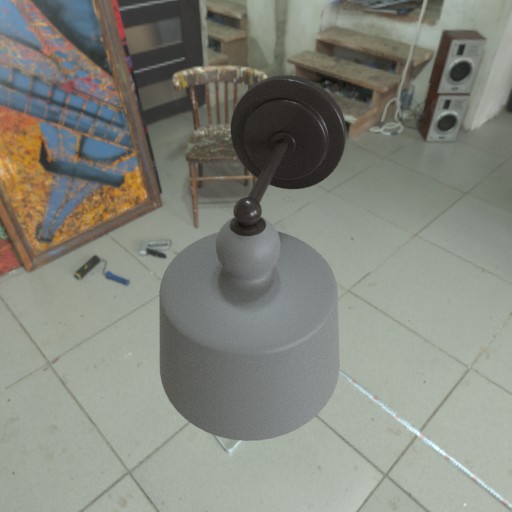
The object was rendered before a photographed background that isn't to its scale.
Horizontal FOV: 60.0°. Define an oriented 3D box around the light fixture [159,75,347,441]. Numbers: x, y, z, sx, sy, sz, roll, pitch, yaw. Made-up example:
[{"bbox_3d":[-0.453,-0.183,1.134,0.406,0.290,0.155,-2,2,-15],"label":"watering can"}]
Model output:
[{"bbox_3d":[0.000,0.000,0.441,0.204,0.268,0.254,11,43,12],"label":"light fixture"}]
